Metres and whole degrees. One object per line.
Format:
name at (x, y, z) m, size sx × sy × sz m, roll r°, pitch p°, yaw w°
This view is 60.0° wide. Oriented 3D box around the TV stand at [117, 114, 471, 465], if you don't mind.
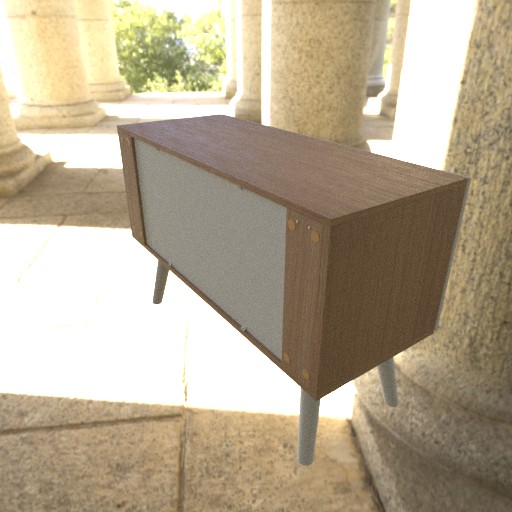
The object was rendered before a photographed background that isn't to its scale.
TV stand at (0.000, 0.000, 1.333) m, size 0.407 × 0.660 × 0.991 m, roll -18°, pitch 32°, yaw -31°
